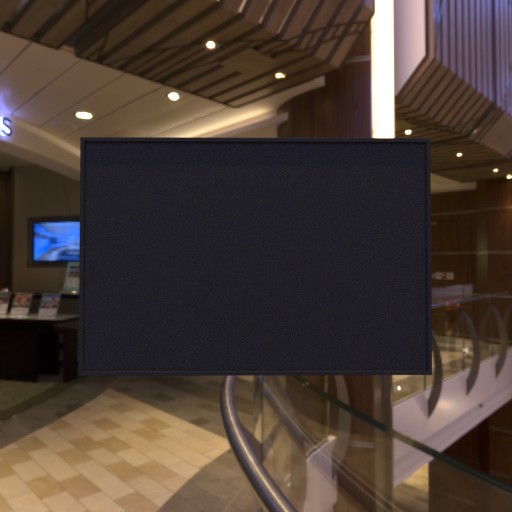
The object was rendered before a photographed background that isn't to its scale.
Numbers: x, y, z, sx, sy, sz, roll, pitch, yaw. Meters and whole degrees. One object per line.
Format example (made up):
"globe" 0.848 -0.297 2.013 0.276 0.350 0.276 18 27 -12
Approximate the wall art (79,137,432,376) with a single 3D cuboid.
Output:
"wall art" 0.000 0.000 1.513 1.190 0.805 0.028 0 -1 -1
